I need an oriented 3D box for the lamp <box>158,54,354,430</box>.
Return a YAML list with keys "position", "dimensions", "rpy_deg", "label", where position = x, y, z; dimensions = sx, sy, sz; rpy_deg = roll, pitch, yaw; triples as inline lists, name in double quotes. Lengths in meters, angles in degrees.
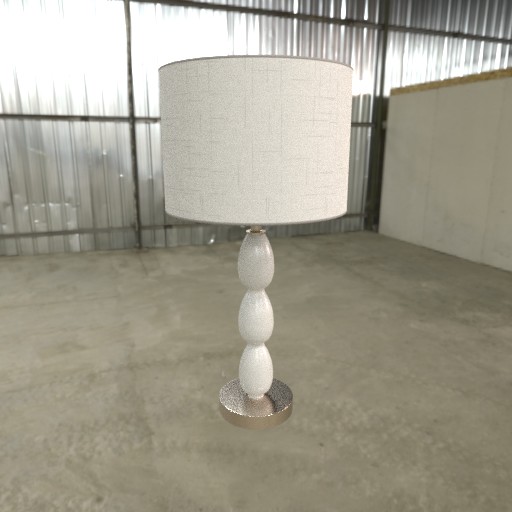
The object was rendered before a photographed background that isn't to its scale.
- position: [0.000, 0.000, 0.722]
  dimensions: [0.282, 0.559, 0.280]
  rpy_deg: [2, 15, 8]
  label: "lamp"
